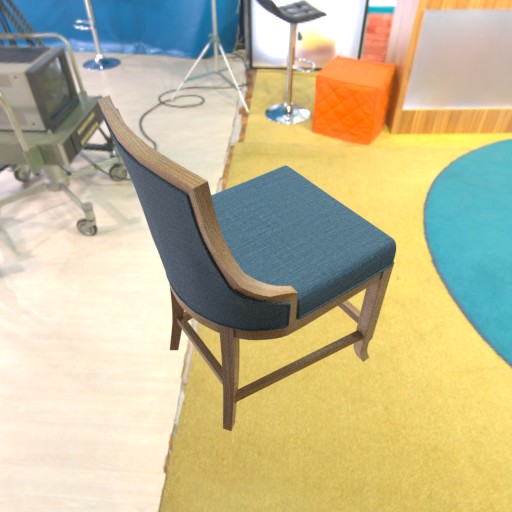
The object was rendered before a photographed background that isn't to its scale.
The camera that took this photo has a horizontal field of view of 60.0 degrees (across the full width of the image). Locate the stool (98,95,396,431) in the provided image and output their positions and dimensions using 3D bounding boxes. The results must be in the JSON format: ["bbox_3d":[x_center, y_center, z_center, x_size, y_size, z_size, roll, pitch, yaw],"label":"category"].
[{"bbox_3d":[0.000,0.000,1.299,0.626,0.938,0.524,-26,48,-25],"label":"stool"}]
